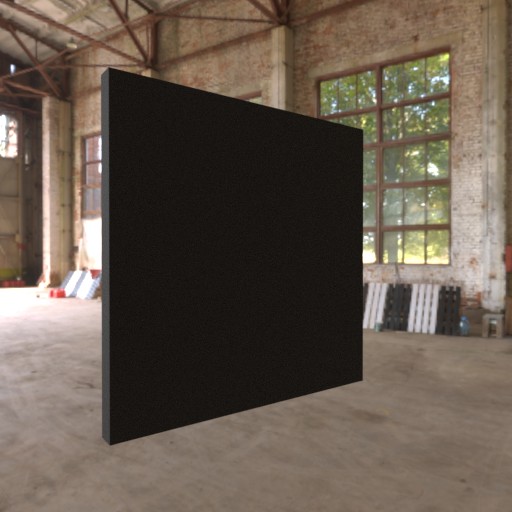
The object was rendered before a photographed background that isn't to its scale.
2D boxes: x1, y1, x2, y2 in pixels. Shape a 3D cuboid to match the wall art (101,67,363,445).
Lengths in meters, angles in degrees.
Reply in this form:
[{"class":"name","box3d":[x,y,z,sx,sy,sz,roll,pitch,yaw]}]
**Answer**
[{"class":"wall art","box3d":[0.000,0.000,0.685,0.462,0.458,0.030,0,1,-36]}]
